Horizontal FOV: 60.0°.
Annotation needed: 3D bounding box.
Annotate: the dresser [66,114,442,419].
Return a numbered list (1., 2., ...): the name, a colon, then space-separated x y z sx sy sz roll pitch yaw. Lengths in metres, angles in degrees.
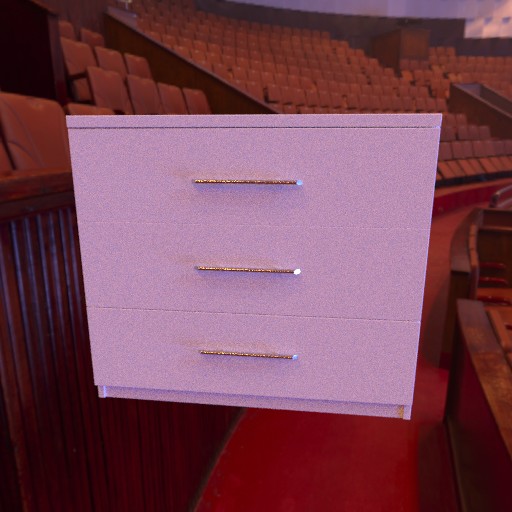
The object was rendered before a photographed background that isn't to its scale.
1. dresser: 0.000 0.000 1.247 0.830 0.740 0.420 2 15 7
